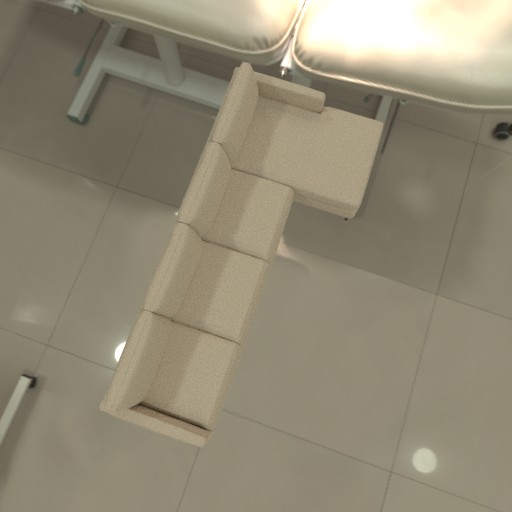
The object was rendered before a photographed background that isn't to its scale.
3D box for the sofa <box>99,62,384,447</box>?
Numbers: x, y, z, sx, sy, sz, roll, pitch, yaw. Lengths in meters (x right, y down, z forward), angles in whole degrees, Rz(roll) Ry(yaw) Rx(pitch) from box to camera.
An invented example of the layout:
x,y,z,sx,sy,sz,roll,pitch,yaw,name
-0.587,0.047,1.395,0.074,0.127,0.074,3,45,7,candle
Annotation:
x,y,z,sx,sy,sz,roll,pitch,yaw,name
0.000,0.000,3.283,1.258,0.755,2.731,19,78,4,sofa
